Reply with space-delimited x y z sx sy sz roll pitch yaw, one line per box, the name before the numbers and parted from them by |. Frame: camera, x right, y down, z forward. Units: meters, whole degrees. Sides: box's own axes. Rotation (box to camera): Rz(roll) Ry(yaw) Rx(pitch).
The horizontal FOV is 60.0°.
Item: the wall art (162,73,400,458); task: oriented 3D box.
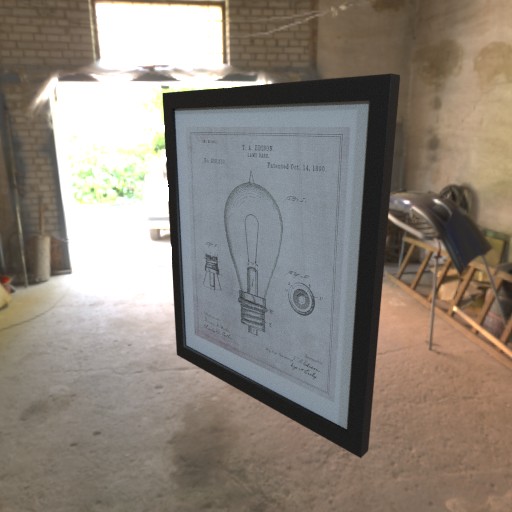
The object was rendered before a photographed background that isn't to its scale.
wall art | 0.000 0.000 0.708 0.430 0.509 0.021 15 22 41
